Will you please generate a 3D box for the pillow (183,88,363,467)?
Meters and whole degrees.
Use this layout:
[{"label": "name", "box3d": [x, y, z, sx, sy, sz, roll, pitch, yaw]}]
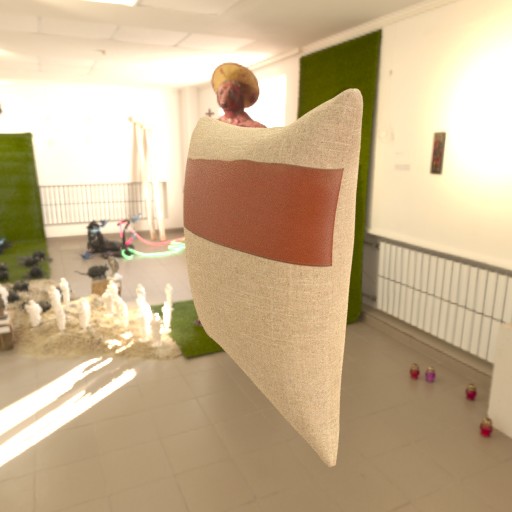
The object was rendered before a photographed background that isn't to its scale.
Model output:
[{"label": "pillow", "box3d": [0.000, 0.000, 0.621, 0.173, 0.399, 0.414, -7, 15, -25]}]
